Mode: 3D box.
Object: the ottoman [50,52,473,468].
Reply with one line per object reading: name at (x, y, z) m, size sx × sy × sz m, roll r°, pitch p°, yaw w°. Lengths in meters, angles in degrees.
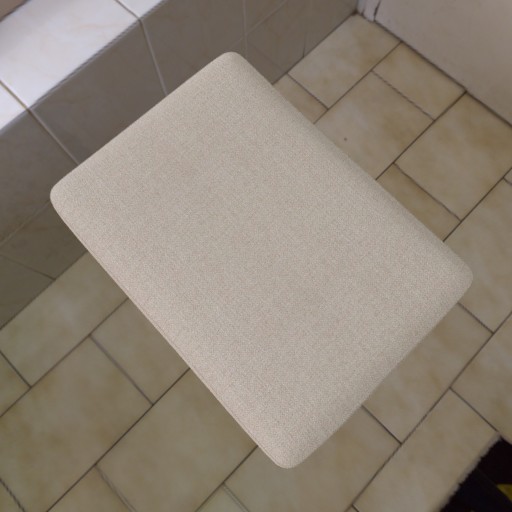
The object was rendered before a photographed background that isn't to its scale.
ottoman at (0.000, 0.000, 1.229) m, size 0.637 × 0.478 × 0.885 m, roll -42°, pitch 79°, yaw -10°
